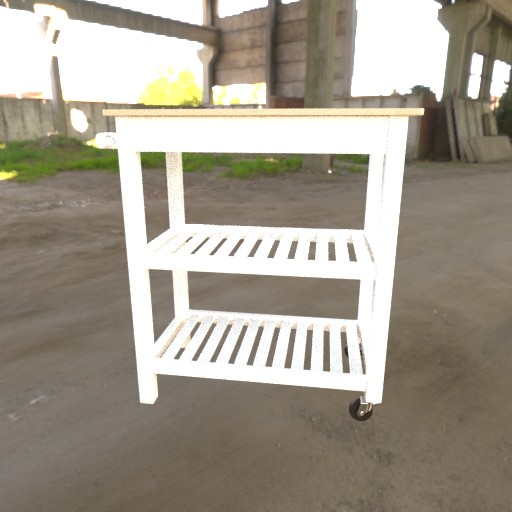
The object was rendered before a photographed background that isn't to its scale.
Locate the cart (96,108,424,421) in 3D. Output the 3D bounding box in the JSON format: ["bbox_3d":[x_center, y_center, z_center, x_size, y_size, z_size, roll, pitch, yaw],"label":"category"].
[{"bbox_3d":[0.000,0.000,1.489,0.899,0.927,0.457,3,17,8],"label":"cart"}]
